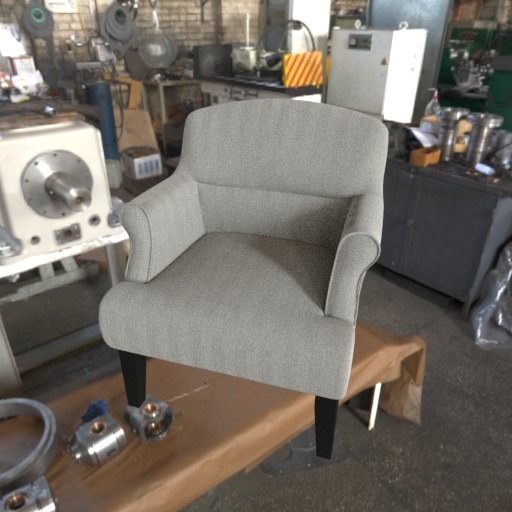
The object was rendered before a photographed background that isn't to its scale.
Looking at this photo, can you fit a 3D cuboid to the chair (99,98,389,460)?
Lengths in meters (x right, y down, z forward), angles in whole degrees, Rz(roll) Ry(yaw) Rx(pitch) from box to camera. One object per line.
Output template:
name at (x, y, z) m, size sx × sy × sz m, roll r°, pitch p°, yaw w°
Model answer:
chair at (0.000, 0.000, 1.444) m, size 0.772 × 0.880 × 0.755 m, roll 9°, pitch 29°, yaw 16°
